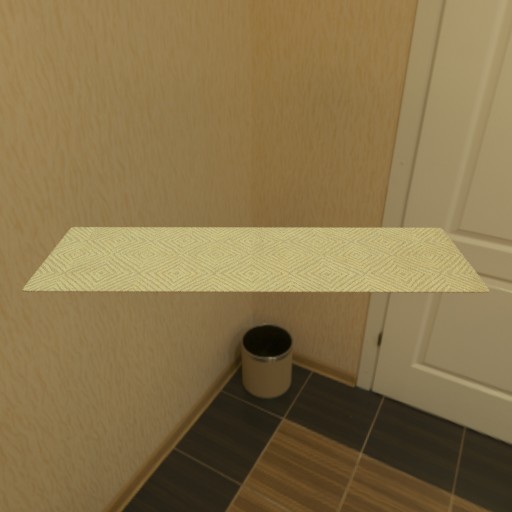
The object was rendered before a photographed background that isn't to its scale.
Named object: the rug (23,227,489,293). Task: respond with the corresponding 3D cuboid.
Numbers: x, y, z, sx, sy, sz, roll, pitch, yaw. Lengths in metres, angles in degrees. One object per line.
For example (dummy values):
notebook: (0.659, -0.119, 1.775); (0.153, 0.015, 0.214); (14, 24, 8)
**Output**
rug: (0.000, 0.000, 2.439); (2.277, 0.008, 0.676); (0, 31, 0)
